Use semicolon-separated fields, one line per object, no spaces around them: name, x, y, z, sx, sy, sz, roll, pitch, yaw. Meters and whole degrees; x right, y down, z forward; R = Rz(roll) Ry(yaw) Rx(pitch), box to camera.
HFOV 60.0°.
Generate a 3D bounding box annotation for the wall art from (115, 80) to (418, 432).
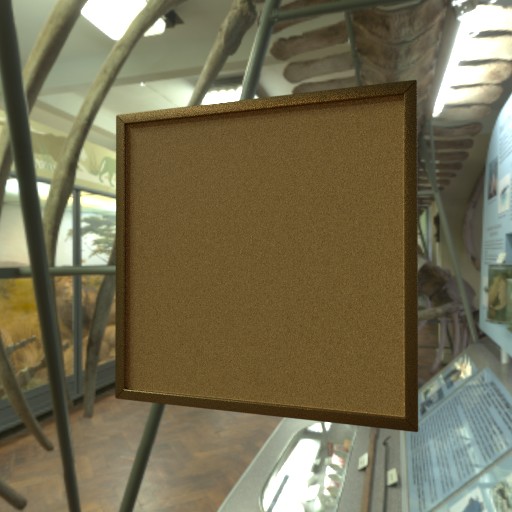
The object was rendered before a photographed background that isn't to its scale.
wall art;0.000;0.000;0.446;0.305;0.305;0.037;0;-1;18
